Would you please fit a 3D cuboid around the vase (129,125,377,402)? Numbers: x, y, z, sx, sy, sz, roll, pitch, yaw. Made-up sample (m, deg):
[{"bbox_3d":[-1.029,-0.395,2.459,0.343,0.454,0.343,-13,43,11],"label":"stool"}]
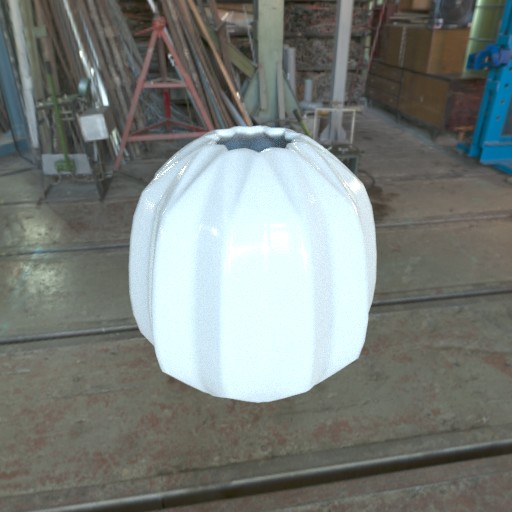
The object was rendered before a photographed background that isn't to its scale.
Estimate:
[{"bbox_3d":[0.000,0.000,0.250,0.139,0.134,0.139,0,29,0],"label":"vase"}]
